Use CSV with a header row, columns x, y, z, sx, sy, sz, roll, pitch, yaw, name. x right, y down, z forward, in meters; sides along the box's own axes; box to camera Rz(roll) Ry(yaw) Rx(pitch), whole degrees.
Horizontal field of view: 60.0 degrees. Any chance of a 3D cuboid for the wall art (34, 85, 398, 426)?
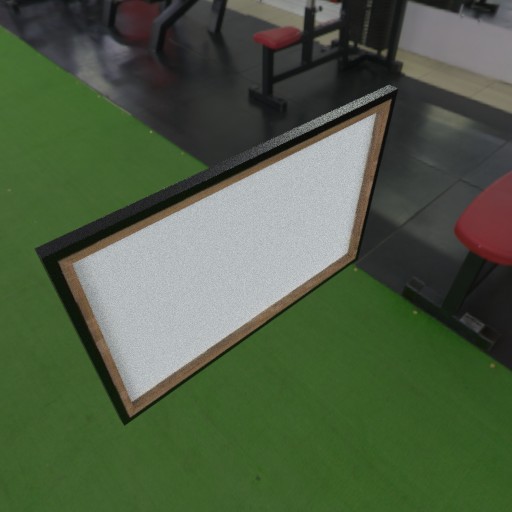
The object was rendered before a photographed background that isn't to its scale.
x,y,z,sx,sy,sz,roll,pitch,yaw,name
0.000,0.000,0.817,0.659,0.446,0.022,-31,53,-27,wall art
